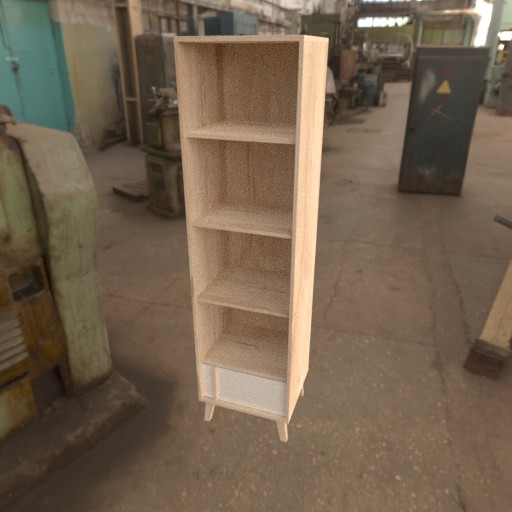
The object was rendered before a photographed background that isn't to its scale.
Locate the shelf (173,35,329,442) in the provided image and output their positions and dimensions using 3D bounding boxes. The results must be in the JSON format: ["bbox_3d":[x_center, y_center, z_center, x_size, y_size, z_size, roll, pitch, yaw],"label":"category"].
[{"bbox_3d":[0.000,0.000,2.214,0.510,1.960,0.450,8,26,17],"label":"shelf"}]
